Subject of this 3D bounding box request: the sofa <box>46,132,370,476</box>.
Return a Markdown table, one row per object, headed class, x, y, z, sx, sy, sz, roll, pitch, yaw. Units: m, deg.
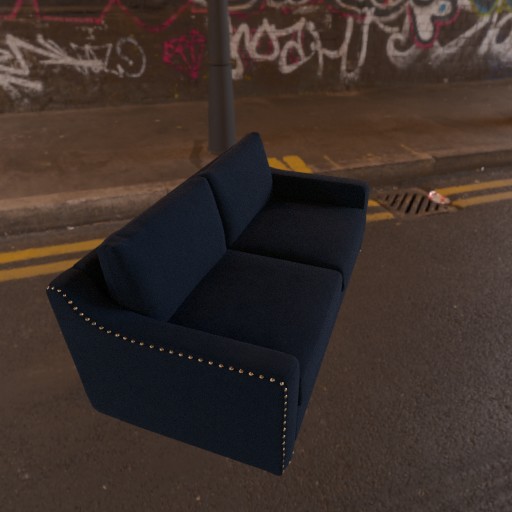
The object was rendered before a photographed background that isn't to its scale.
| class | x | y | z | sx | sy | sz | roll | pitch | yaw |
| --- | --- | --- | --- | --- | --- | --- | --- | --- | --- |
| sofa | 0.000 | 0.000 | 2.689 | 1.104 | 0.983 | 2.107 | 11 | 33 | 17 |
